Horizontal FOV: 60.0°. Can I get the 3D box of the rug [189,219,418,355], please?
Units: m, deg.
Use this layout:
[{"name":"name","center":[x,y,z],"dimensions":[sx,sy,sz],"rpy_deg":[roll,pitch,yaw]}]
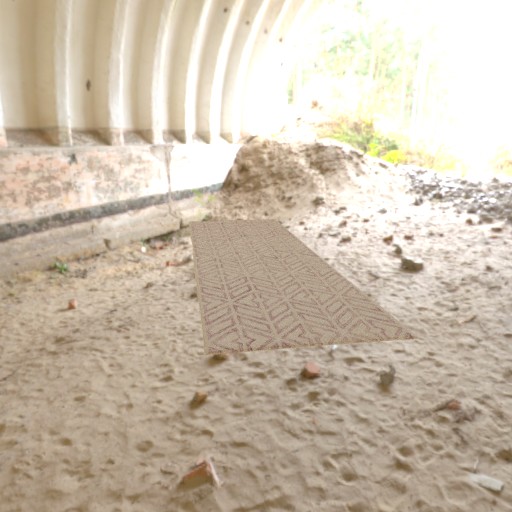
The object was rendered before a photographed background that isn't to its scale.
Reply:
[{"name":"rug","center":[0.000,0.000,2.661],"dimensions":[0.750,0.009,2.435],"rpy_deg":[-2,15,-9]}]
